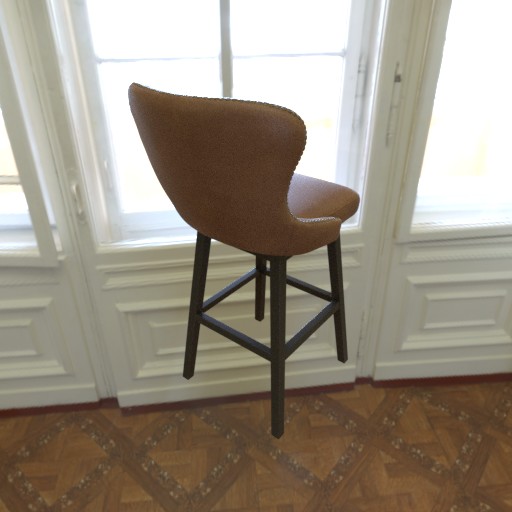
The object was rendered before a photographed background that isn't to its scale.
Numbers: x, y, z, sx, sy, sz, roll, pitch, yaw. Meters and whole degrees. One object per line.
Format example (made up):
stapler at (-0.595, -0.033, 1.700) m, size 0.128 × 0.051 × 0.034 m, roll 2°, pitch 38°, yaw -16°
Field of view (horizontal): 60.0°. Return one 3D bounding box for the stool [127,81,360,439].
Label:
stool at (0.000, 0.000, 1.380) m, size 0.528 × 1.050 × 0.601 m, roll 22°, pitch 37°, yaw 32°
